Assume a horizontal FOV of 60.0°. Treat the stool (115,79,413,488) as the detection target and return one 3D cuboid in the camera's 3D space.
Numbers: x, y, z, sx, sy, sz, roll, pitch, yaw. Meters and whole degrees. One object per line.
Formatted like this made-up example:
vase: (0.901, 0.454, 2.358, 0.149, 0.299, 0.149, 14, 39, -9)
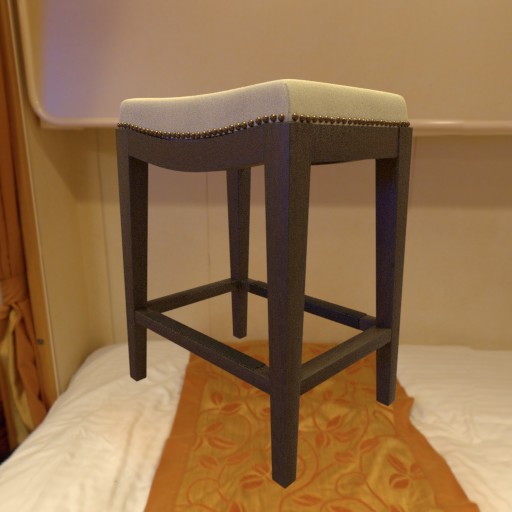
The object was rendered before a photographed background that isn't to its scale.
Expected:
stool: (0.000, 0.000, 0.940, 0.361, 0.642, 0.500, -14, 20, -43)
